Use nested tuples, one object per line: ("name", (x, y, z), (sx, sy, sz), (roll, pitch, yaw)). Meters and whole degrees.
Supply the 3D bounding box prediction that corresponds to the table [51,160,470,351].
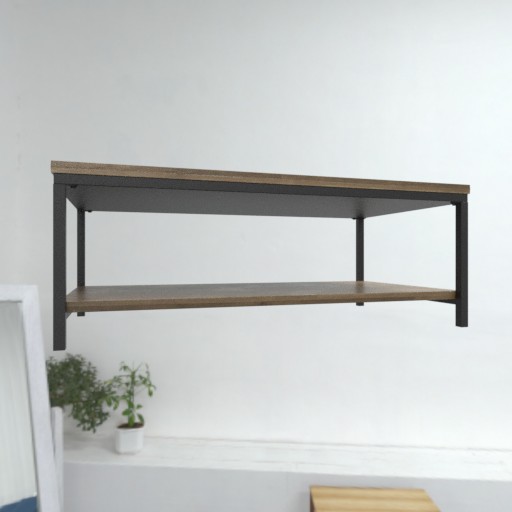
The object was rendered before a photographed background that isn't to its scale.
("table", (0.000, 0.000, 1.343), (1.062, 0.393, 0.574), (0, 0, -17))
